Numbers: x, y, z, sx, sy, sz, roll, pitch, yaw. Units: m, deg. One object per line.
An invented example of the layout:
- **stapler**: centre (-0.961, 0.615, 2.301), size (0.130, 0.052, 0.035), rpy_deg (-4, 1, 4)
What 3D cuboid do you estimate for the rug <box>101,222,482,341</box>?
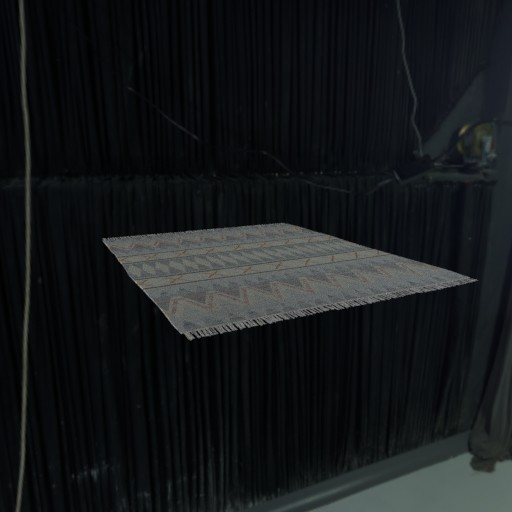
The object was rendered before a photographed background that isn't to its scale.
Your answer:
- **rug**: centre (0.000, 0.000, 4.138), size (2.371, 0.012, 3.000), rpy_deg (-7, 15, -26)
